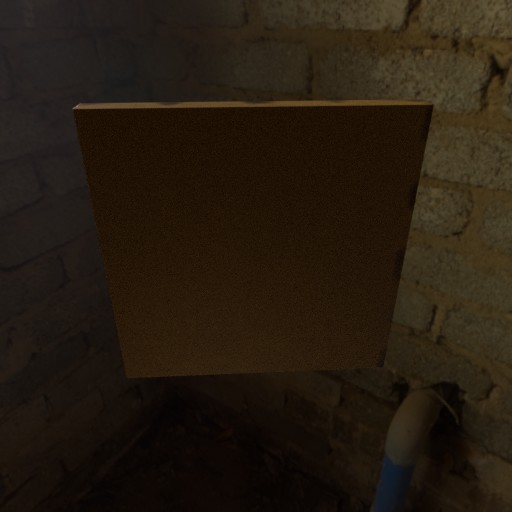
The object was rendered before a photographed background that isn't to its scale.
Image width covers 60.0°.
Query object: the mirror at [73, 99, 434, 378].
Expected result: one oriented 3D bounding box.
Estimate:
[{"bbox_3d":[0.000,0.000,0.766,0.509,0.507,0.042,-2,30,-3],"label":"mirror"}]
